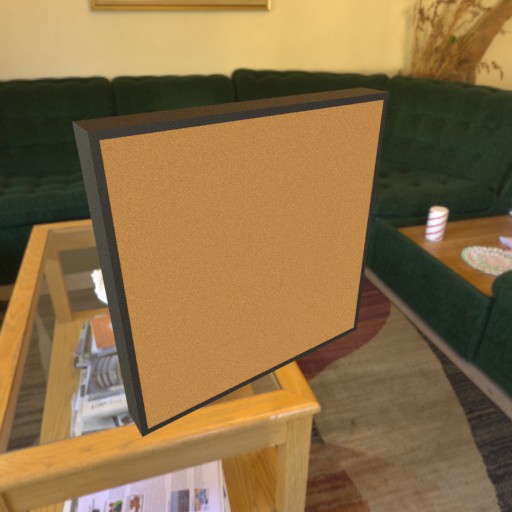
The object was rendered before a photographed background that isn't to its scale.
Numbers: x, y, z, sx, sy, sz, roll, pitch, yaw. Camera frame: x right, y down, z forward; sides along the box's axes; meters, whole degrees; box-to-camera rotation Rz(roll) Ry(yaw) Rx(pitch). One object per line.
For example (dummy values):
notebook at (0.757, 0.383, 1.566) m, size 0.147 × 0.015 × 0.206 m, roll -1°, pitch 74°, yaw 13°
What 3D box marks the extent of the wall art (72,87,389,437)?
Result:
wall art at (0.000, 0.000, 0.463) m, size 0.304 × 0.304 × 0.038 m, roll -18°, pitch 34°, yaw -30°
